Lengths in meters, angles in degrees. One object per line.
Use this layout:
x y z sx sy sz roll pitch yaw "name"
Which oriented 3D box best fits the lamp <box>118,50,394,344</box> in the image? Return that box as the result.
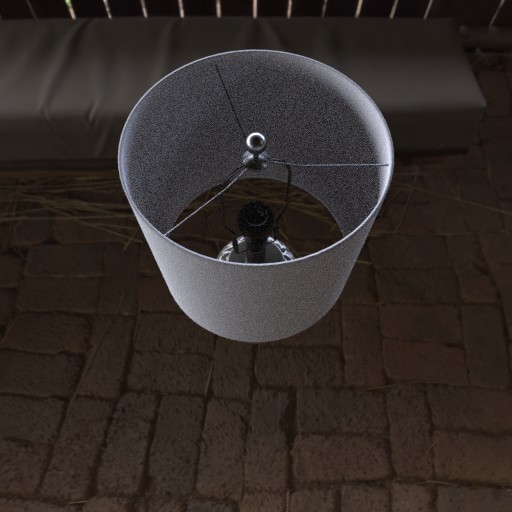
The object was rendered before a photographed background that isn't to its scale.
0.000 0.000 0.496 0.203 0.389 0.203 -19 65 -9 "lamp"
